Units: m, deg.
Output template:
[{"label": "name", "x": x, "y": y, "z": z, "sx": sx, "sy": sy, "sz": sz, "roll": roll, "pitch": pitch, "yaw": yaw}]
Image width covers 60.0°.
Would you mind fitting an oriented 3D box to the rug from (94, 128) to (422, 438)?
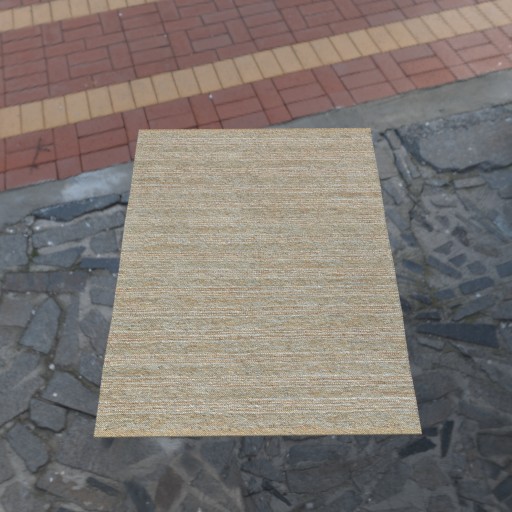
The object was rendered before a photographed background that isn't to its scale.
[{"label": "rug", "x": 0.000, "y": 0.000, "z": 4.014, "sx": 2.471, "sy": 0.012, "sz": 3.034, "roll": 0, "pitch": 63, "yaw": 0}]
